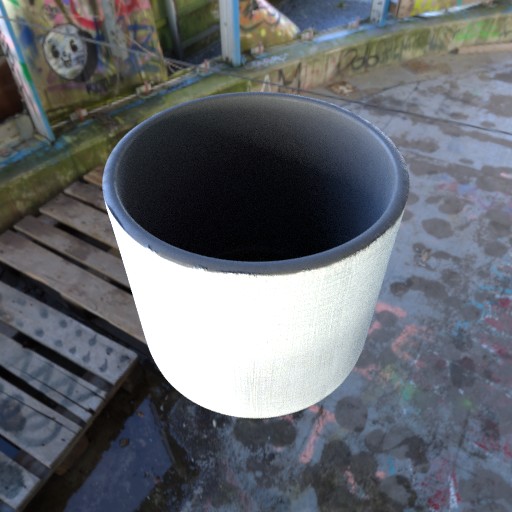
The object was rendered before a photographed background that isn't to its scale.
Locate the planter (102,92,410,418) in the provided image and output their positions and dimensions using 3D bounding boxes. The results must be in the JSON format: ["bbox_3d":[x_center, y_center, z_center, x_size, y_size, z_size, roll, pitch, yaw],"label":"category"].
[{"bbox_3d":[0.000,0.000,0.392,0.221,0.201,0.221,0,46,0],"label":"planter"}]
